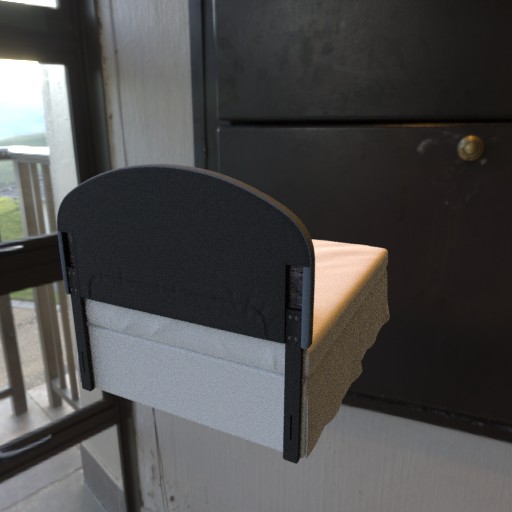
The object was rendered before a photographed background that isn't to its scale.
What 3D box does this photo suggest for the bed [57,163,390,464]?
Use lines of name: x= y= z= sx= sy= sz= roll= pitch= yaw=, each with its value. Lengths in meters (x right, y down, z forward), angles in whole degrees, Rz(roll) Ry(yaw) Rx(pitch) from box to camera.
bed: x=0.000 y=0.000 z=3.123 sx=1.607 sy=1.410 sz=2.005 roll=8 pitch=18 yaw=26
